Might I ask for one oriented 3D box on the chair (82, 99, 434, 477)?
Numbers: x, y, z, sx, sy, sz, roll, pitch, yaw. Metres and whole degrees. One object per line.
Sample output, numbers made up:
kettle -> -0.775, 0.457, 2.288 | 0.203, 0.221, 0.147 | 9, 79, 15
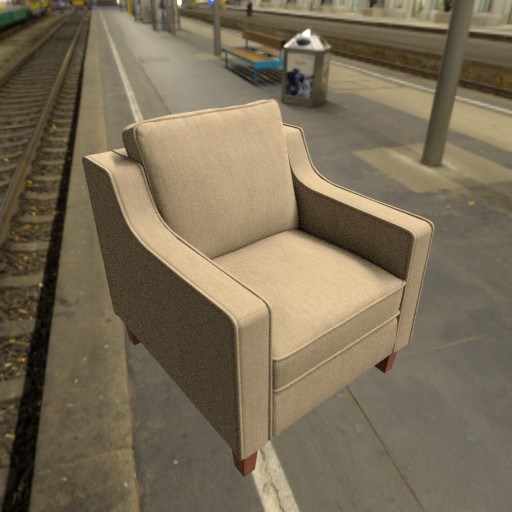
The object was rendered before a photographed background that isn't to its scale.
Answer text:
chair -> 0.000, 0.000, 1.621 | 0.831, 0.960, 0.909 | -22, 37, -33
